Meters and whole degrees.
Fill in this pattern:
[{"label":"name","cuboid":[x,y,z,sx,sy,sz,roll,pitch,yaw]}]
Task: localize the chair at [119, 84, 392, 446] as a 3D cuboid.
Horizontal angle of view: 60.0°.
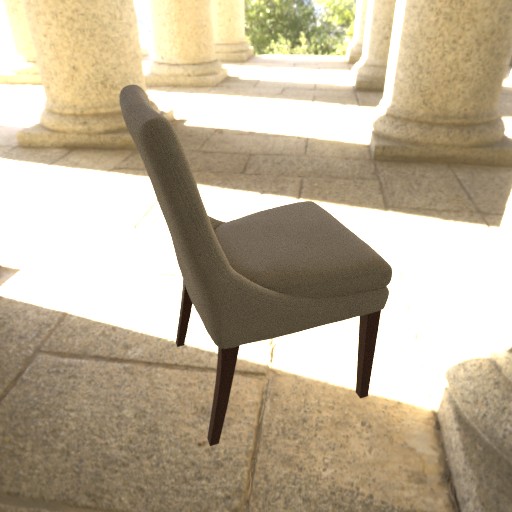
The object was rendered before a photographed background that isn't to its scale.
[{"label":"chair","cuboid":[0.000,0.000,1.320,0.638,0.940,0.515,-11,33,-18]}]
